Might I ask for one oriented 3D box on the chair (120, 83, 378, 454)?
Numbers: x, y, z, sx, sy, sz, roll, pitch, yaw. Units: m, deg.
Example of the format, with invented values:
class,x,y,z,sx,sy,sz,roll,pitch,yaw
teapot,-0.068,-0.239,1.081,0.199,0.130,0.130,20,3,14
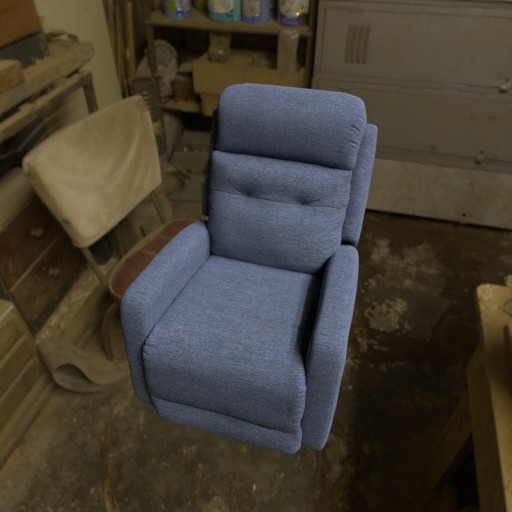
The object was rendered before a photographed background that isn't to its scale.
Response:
class,x,y,z,sx,sy,sz,roll,pitch,yaw
chair,0.000,0.000,1.710,0.798,1.013,1.043,11,42,13
